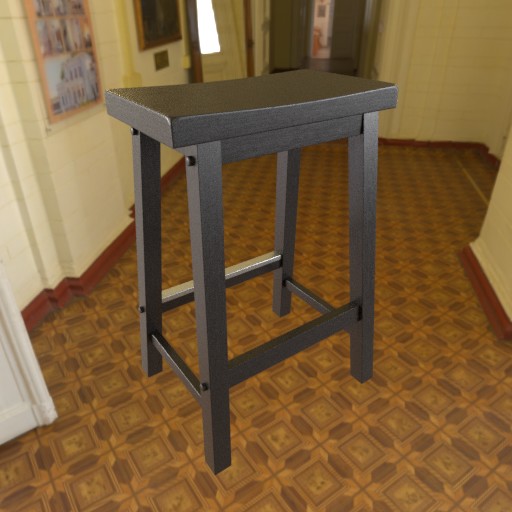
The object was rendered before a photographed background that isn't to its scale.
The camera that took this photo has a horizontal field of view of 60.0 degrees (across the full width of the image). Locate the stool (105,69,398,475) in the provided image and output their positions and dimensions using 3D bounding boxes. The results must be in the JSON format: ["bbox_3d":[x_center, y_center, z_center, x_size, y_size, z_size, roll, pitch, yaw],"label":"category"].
[{"bbox_3d":[0.000,0.000,0.843,0.406,0.610,0.322,-19,35,-30],"label":"stool"}]
